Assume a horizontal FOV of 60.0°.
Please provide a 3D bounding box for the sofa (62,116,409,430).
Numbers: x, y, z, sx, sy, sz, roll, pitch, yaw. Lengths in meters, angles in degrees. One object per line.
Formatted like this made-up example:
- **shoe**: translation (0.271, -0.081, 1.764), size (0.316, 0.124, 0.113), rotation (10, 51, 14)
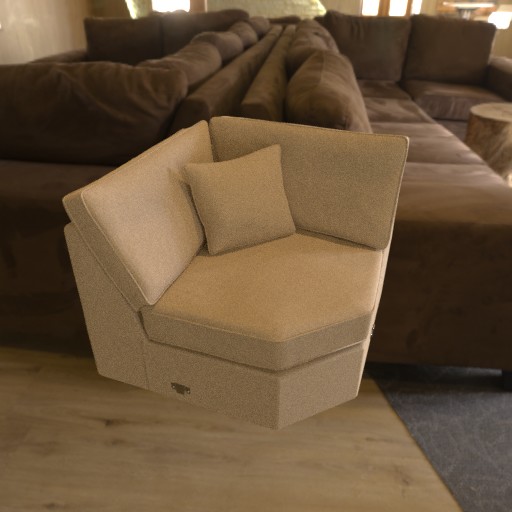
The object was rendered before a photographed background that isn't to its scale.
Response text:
- **sofa**: translation (0.000, 0.000, 1.865), size (1.042, 0.937, 1.050), rotation (11, 32, 18)
